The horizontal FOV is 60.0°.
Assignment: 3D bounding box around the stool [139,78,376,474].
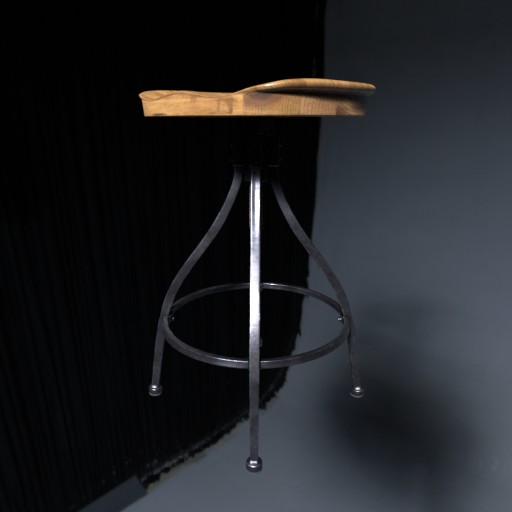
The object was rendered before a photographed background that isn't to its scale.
[{"bbox_3d":[0.000,0.000,0.972,0.424,0.694,0.432,-16,23,-42],"label":"stool"}]
